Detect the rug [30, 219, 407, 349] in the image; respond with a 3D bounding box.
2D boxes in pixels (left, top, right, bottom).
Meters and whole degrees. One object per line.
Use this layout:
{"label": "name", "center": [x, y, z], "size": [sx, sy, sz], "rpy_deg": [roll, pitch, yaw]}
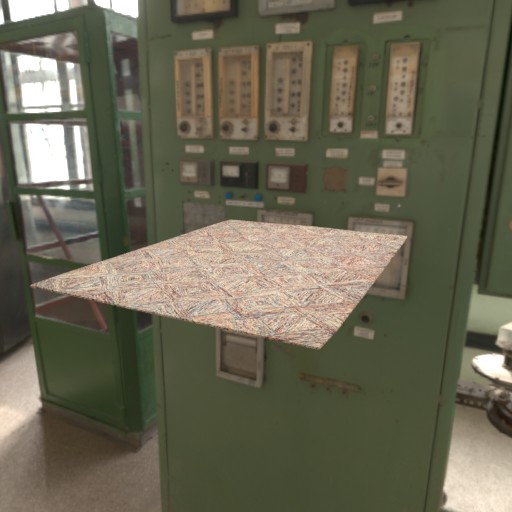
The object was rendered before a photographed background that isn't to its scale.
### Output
{"label": "rug", "center": [0.000, 0.000, 4.380], "size": [2.436, 0.024, 3.226], "rpy_deg": [7, 17, 26]}
